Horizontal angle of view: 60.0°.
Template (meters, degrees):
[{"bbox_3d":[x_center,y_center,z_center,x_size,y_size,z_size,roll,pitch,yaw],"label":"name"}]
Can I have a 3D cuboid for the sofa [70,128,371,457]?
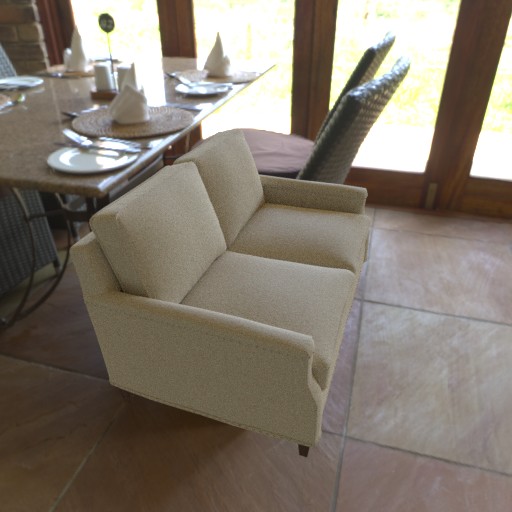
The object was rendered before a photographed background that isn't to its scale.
[{"bbox_3d":[0.000,0.000,2.393,1.084,1.003,1.597,10,33,16],"label":"sofa"}]
